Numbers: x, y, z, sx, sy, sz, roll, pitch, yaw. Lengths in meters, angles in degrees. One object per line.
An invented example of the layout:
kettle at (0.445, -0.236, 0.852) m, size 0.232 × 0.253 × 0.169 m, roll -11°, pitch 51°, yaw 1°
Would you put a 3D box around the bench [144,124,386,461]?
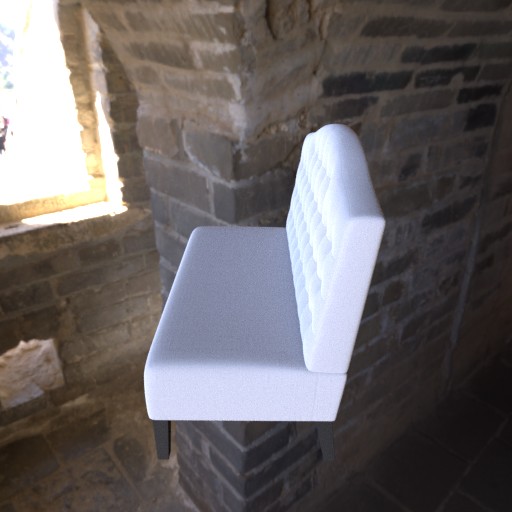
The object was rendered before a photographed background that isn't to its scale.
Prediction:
bench at (0.000, 0.000, 2.089) m, size 0.815 × 1.180 × 1.335 m, roll 0°, pitch 26°, yaw 0°
